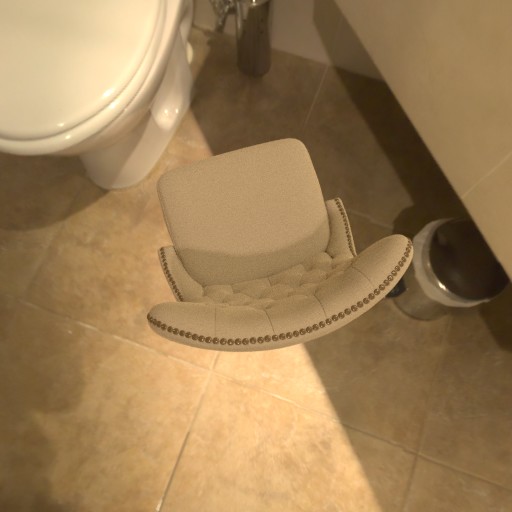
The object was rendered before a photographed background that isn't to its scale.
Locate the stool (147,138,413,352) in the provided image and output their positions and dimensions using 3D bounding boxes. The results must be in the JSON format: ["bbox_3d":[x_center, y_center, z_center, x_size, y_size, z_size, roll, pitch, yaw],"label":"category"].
[{"bbox_3d":[0.000,0.000,1.302,0.528,0.971,0.593,-16,75,-4],"label":"stool"}]
